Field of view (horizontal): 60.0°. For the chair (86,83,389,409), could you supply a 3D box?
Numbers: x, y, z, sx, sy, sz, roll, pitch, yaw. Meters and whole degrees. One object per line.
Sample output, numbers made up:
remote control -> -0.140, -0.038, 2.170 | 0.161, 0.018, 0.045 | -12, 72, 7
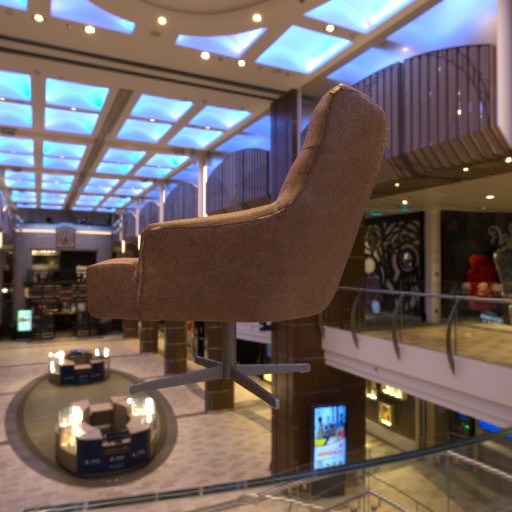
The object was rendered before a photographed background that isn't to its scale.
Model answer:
chair -> 0.000, 0.000, 1.514 | 0.874, 0.869, 0.729 | 0, -1, 18
